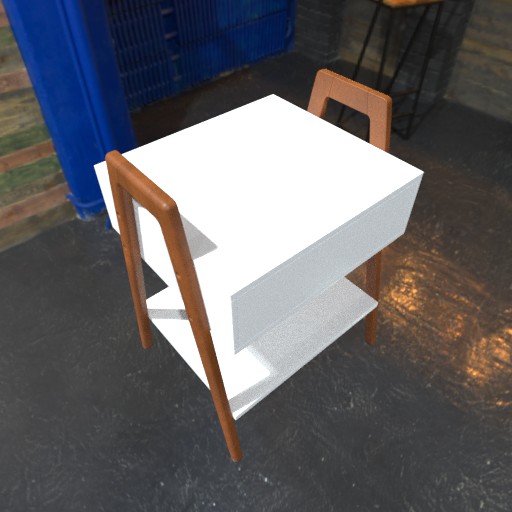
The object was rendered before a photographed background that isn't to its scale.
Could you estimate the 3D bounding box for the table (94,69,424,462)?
[{"bbox_3d":[0.000,0.000,0.910,0.457,0.610,0.405,-31,53,-27],"label":"table"}]
